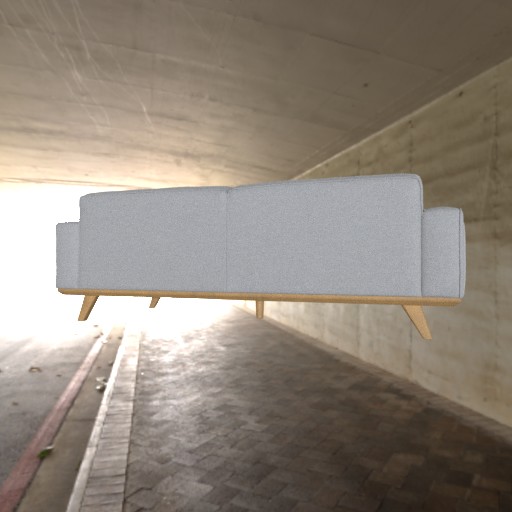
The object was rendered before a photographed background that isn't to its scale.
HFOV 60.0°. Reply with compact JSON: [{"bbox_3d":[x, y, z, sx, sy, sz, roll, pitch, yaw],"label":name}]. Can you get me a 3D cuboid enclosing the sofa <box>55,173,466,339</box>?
[{"bbox_3d":[0.000,0.000,2.721,2.270,0.781,0.956,0,-1,19],"label":"sofa"}]
